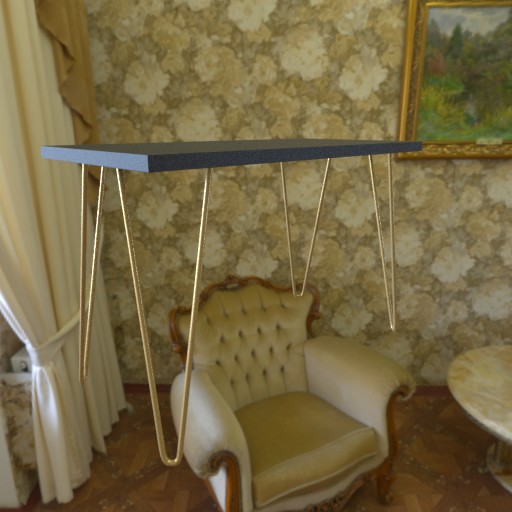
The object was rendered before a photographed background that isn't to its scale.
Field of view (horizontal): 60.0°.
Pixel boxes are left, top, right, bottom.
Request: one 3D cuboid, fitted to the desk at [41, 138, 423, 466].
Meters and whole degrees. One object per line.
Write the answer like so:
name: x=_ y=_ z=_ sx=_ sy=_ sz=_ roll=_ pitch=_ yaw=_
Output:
desk: x=0.000 y=0.000 z=1.340 sx=0.991 sy=0.660 sz=0.499 roll=-15 pitch=22 yaw=-42
